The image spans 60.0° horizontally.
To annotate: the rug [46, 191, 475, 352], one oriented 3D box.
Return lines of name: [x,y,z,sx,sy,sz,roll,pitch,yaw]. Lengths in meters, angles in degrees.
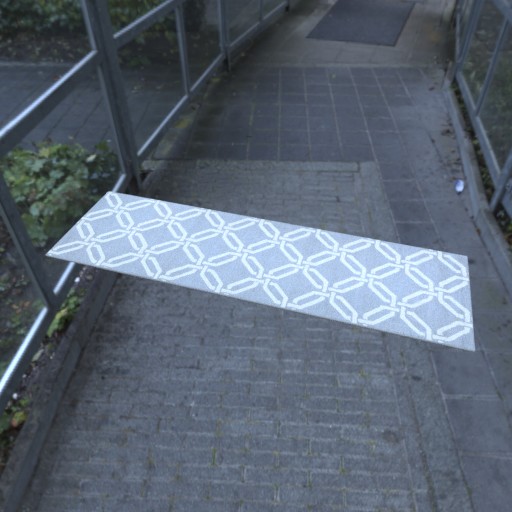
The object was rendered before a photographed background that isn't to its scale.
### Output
rug: [0.000,0.000,2.491,2.276,0.014,0.678,11,43,13]
